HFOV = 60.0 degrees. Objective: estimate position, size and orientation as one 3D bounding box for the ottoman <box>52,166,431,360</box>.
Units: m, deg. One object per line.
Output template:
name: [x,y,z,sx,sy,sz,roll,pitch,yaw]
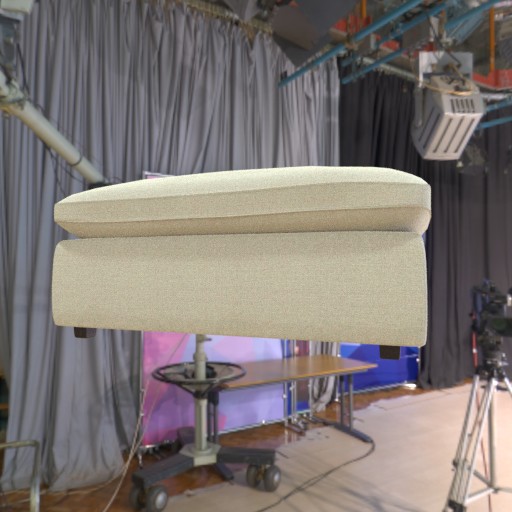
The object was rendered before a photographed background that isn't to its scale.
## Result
ottoman: [0.000,0.000,1.348,0.984,0.453,0.686,0,-1,20]
